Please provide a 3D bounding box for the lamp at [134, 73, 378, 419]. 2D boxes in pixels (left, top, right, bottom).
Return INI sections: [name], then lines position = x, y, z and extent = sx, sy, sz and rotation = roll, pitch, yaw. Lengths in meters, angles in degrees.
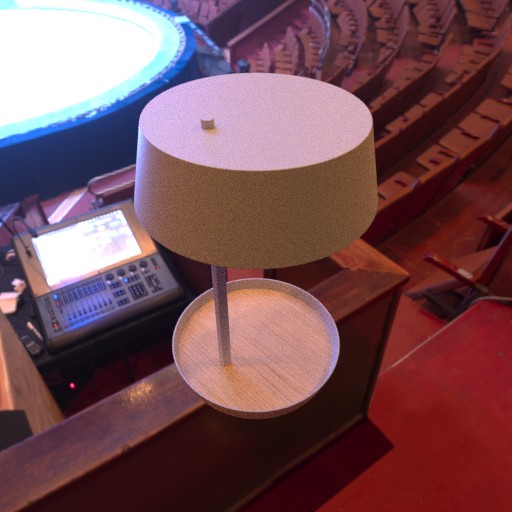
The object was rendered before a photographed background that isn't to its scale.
[lamp]
position = 0.000, 0.000, 0.611
extent = 0.291, 0.429, 0.291
rotation = 0, 41, 0
